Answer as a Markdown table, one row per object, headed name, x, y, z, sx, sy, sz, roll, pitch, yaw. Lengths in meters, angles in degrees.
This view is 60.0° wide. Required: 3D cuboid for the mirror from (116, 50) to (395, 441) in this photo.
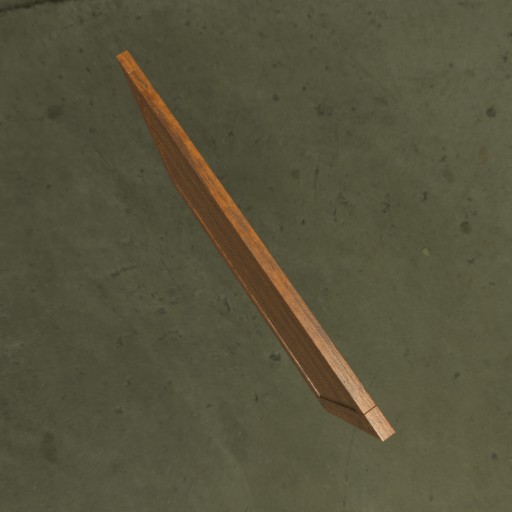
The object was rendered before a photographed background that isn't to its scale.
| name | x | y | z | sx | sy | sz | roll | pitch | yaw |
| --- | --- | --- | --- | --- | --- | --- | --- | --- | --- |
| mirror | 0.000 | 0.000 | 0.961 | 0.084 | 0.537 | 0.758 | -33 | 78 | -8 |
